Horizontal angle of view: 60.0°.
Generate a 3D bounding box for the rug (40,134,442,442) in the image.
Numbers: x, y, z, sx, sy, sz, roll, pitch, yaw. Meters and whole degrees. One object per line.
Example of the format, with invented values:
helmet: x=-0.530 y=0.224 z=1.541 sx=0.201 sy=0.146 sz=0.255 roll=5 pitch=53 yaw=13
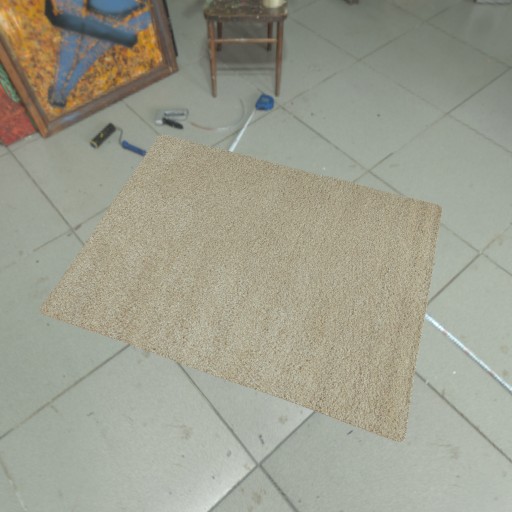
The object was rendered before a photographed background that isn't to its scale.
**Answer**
rug: x=0.000 y=0.000 z=2.105 sx=1.600 sy=0.025 sz=1.199 roll=17 pitch=59 yaw=10
